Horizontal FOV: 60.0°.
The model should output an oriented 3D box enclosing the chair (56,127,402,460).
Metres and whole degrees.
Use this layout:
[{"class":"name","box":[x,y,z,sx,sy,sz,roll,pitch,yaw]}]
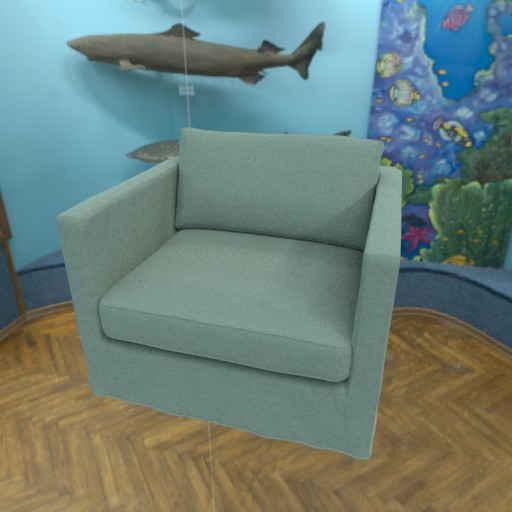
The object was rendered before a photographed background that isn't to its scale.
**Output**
[{"class":"chair","box":[0.000,0.000,1.733,1.057,0.863,0.949,7,27,15]}]
